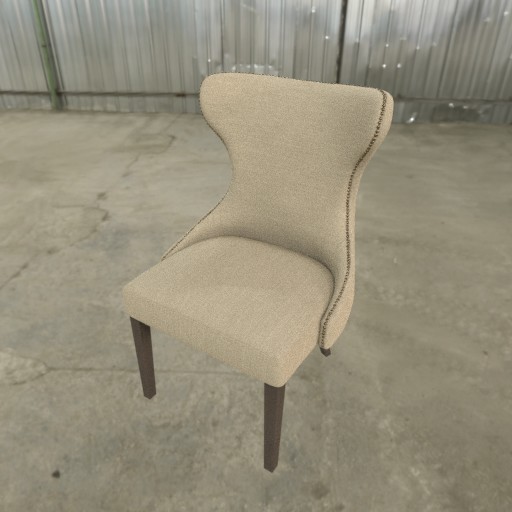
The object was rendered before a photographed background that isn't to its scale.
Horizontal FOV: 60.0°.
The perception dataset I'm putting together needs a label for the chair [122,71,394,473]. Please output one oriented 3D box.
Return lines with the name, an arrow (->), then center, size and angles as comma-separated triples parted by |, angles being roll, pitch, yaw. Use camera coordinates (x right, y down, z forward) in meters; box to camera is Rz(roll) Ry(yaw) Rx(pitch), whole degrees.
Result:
chair -> 0.000, 0.000, 1.358 | 0.628, 0.967, 0.635 | 19, 35, 28
